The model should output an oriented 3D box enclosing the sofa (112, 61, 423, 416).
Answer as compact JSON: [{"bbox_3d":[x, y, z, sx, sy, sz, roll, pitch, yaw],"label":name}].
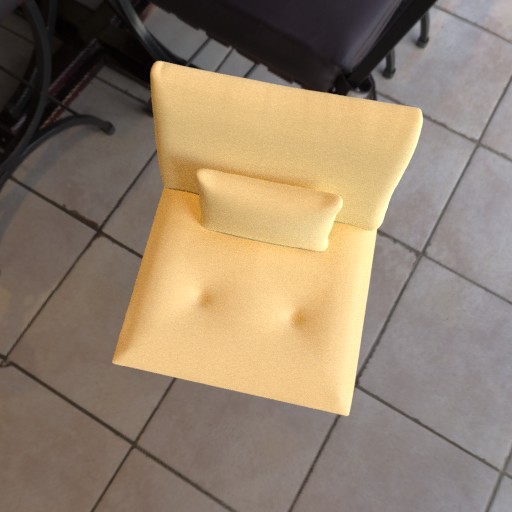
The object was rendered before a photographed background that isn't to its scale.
[{"bbox_3d":[0.000,0.000,1.688,0.930,0.820,1.000,12,74,3],"label":"sofa"}]
